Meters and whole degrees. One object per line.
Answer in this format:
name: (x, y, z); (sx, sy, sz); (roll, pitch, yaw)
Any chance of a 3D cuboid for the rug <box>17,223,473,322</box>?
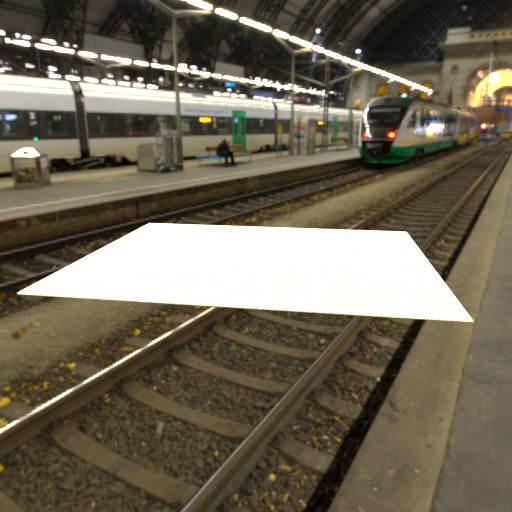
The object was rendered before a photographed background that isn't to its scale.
rug: (0.000, 0.000, 4.065); (3.050, 0.015, 2.441); (2, 16, 9)
